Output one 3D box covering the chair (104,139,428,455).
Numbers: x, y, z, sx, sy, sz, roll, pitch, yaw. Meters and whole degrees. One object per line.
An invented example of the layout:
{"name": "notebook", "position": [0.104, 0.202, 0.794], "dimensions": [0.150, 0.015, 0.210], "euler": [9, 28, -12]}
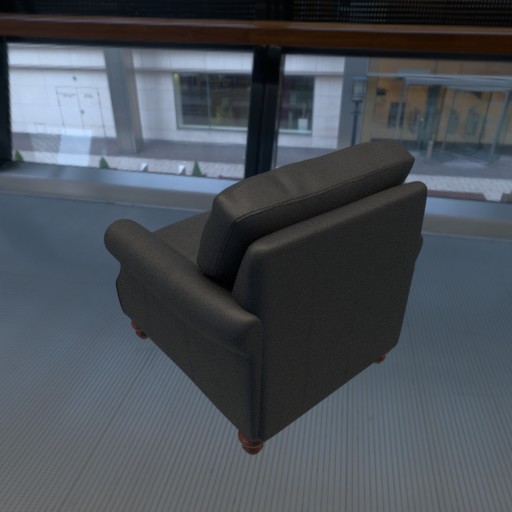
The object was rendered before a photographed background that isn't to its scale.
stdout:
{"name": "chair", "position": [0.000, 0.000, 1.792], "dimensions": [1.015, 0.960, 1.027], "euler": [-19, 35, -30]}
